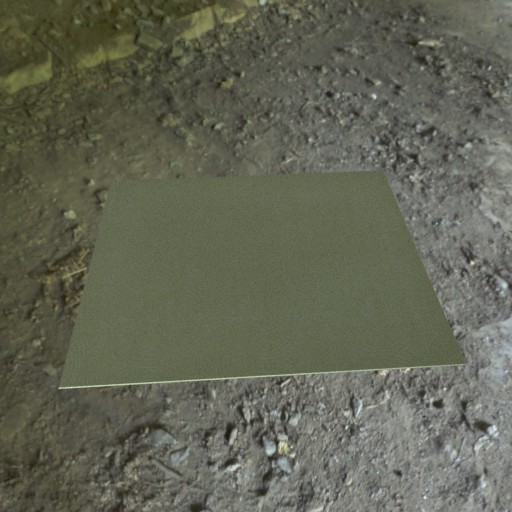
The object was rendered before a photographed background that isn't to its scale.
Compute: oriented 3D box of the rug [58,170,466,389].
[{"bbox_3d":[0.000,0.000,3.497,2.584,0.011,2.073,-3,47,-2],"label":"rug"}]
